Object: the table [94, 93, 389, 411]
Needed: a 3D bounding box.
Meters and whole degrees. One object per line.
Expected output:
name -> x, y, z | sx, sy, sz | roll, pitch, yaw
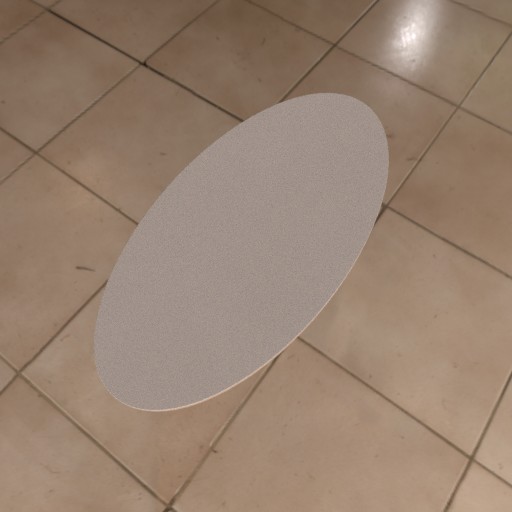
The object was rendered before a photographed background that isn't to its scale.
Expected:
table -> 0.000, 0.000, 1.351 | 0.542, 0.390, 1.083 | 33, 69, 14
